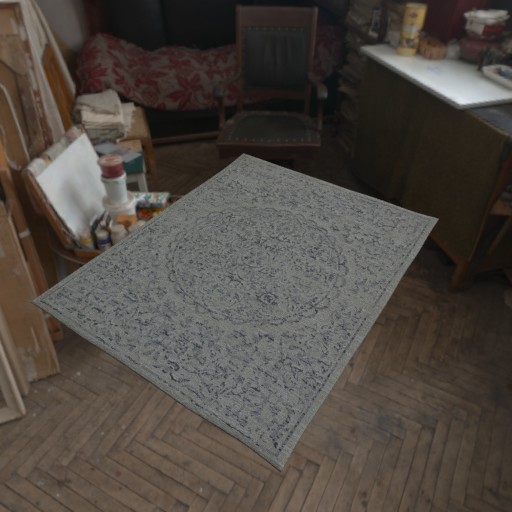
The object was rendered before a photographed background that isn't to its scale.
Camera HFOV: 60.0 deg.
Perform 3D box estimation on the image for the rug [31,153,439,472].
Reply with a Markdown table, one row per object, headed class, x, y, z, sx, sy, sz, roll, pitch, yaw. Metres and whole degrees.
| class | x | y | z | sx | sy | sz | roll | pitch | yaw |
| --- | --- | --- | --- | --- | --- | --- | --- | --- | --- |
| rug | 0.000 | 0.000 | 3.928 | 2.343 | 0.026 | 2.925 | 24 | 47 | 25 |
